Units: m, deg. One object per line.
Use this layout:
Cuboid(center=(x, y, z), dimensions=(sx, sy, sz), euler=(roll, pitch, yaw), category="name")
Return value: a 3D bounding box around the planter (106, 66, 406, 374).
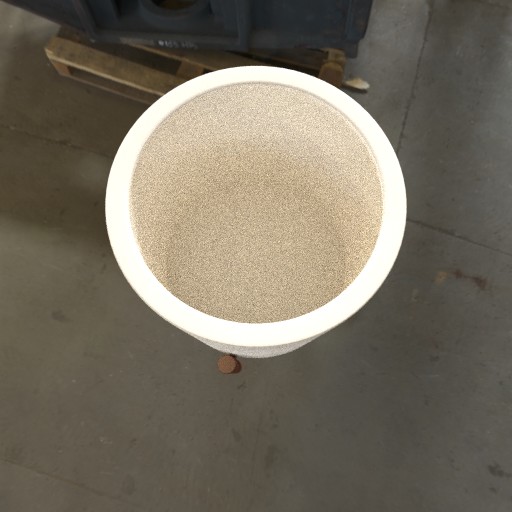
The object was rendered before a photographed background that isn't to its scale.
Cuboid(center=(0.000, 0.000, 0.938), dimensions=(0.417, 0.670, 0.417), euler=(-27, 77, -7), category="planter")
